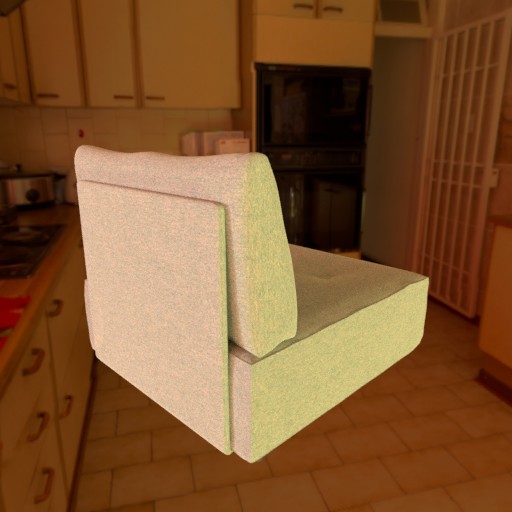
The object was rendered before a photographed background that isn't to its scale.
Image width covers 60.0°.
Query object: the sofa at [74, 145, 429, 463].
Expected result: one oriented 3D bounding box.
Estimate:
[{"bbox_3d":[0.000,0.000,1.688,1.000,0.820,0.930,-15,21,-43],"label":"sofa"}]
